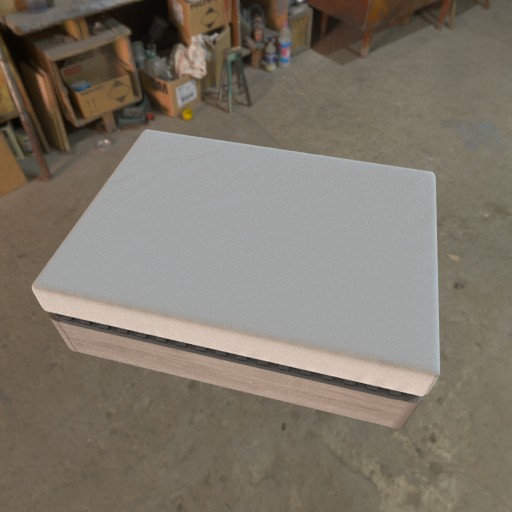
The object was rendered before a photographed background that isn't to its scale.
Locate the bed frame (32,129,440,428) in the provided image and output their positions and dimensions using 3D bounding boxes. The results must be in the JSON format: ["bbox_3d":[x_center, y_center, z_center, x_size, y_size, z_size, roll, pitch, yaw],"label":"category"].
[{"bbox_3d":[0.000,0.000,2.580,1.900,0.561,1.400,11,50,9],"label":"bed frame"}]
